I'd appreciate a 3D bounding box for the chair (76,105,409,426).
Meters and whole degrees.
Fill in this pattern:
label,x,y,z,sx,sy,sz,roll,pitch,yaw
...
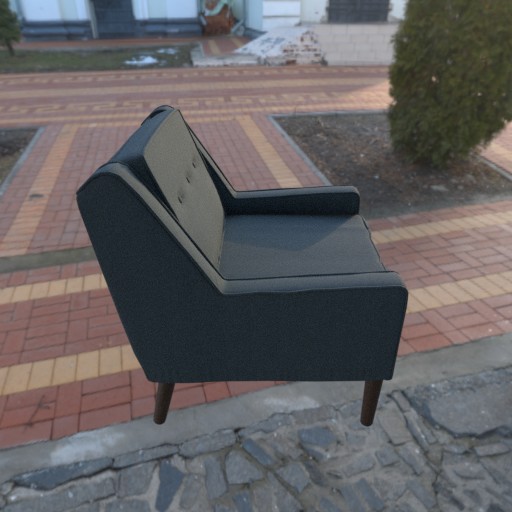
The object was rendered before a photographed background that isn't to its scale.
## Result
label,x,y,z,sx,sy,sz,roll,pitch,yaw
chair,0.000,0.000,1.331,0.733,0.780,0.663,0,30,0
